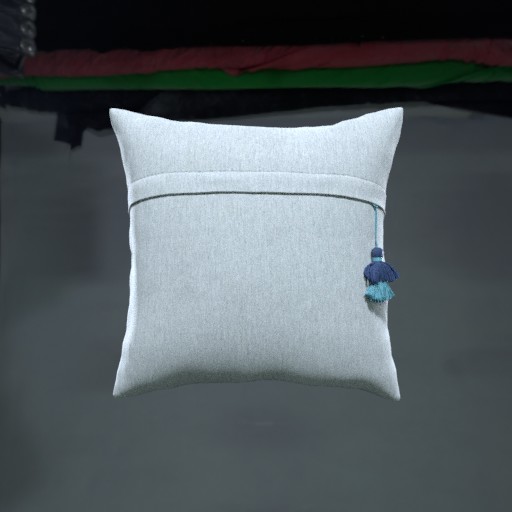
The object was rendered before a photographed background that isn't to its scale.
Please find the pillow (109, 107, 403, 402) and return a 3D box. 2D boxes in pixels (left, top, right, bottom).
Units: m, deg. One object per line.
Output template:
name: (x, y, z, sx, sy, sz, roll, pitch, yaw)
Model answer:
pillow: (0.000, 0.000, 0.663, 0.433, 0.436, 0.173, 0, 0, 0)
